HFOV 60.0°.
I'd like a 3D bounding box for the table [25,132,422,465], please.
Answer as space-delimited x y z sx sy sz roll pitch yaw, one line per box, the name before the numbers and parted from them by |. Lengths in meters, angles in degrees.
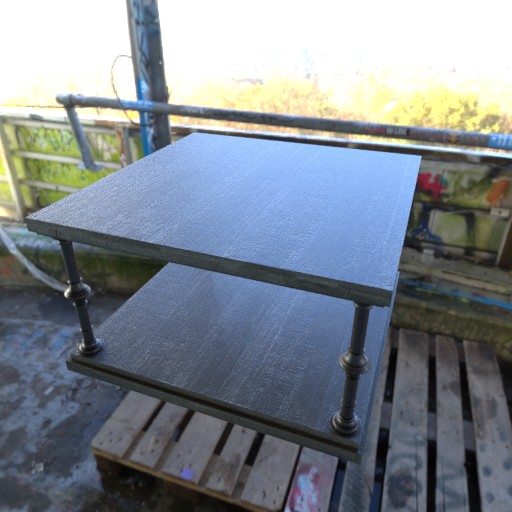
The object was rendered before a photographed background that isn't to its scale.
table | 0.000 0.000 1.133 0.696 0.400 0.696 11 32 18
